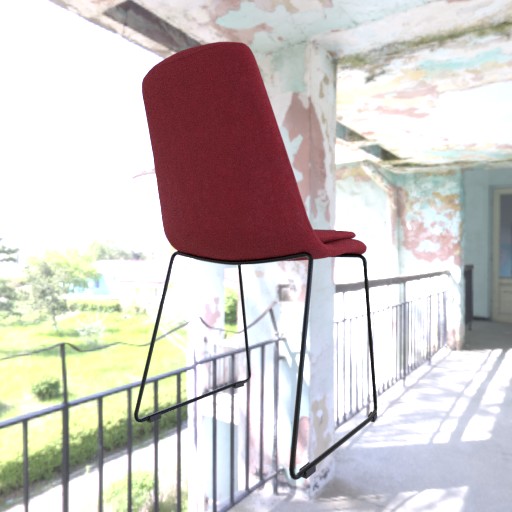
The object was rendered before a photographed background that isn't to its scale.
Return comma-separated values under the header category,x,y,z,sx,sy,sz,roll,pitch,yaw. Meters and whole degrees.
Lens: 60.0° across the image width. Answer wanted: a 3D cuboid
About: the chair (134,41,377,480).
category,x,y,z,sx,sy,sz,roll,pitch,yaw
chair,0.000,0.000,1.123,0.479,0.858,0.518,1,1,37
